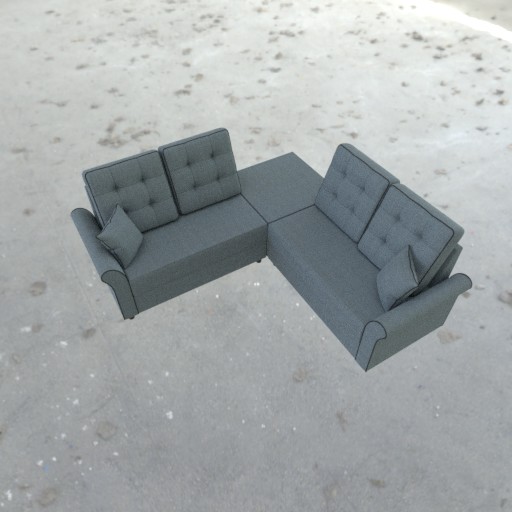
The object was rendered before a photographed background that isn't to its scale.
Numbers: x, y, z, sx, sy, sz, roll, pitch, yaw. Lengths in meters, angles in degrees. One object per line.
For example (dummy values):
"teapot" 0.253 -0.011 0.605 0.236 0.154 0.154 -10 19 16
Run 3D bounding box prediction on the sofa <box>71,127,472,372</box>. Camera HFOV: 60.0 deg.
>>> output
"sofa" 0.000 0.000 3.208 2.068 0.988 2.070 -24 51 -21
